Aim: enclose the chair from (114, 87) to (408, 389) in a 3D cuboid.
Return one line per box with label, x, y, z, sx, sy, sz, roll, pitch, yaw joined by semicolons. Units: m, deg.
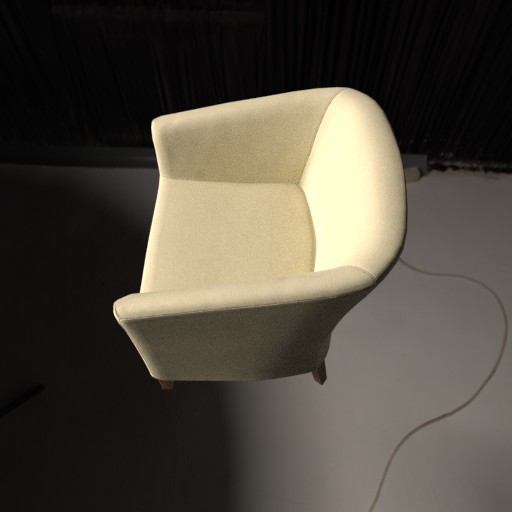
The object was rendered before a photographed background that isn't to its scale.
chair;0.000;0.000;1.336;0.657;0.822;0.643;1;58;1
